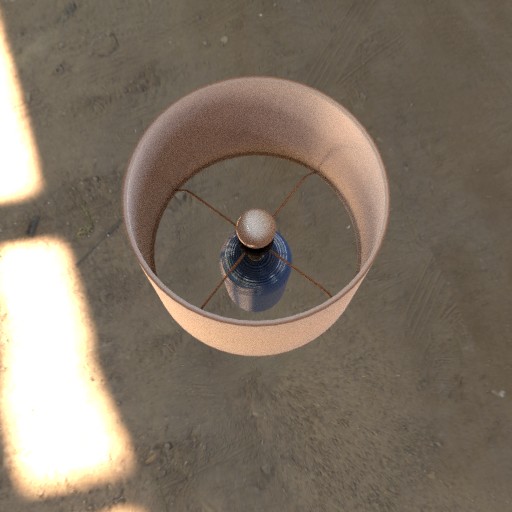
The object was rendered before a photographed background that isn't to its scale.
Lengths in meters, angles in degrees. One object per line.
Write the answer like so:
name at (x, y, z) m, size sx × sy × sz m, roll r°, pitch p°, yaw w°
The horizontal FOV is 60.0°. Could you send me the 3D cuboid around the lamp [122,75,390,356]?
lamp at (0.000, 0.000, 0.822) m, size 0.367 × 0.609 × 0.367 m, roll 0°, pitch 75°, yaw 0°
